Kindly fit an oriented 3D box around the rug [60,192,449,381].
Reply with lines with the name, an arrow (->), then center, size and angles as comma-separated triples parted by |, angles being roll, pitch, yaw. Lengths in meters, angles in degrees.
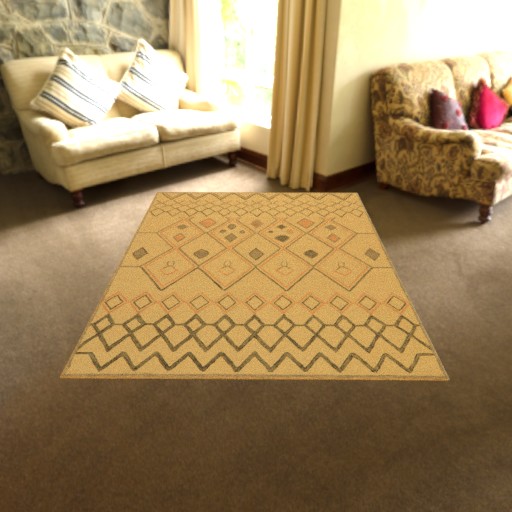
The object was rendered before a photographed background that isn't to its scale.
rug -> 0.000, 0.000, 4.084 | 2.441, 0.016, 3.050 | 0, 30, 0
